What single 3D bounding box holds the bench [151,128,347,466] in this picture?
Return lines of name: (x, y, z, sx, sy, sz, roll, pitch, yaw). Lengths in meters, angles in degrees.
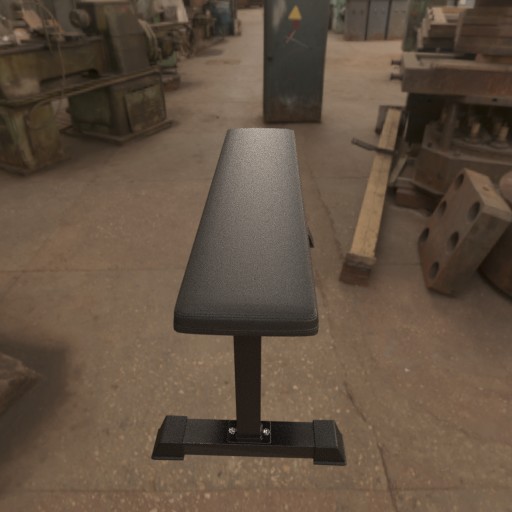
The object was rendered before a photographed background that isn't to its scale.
bench: (0.000, 0.000, 1.300, 0.439, 0.453, 1.072, 1, 32, 2)
